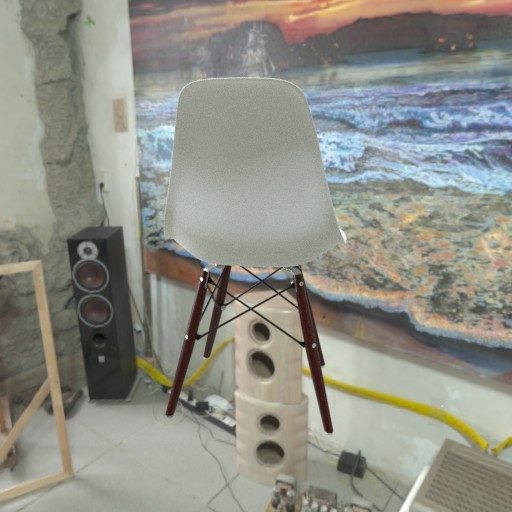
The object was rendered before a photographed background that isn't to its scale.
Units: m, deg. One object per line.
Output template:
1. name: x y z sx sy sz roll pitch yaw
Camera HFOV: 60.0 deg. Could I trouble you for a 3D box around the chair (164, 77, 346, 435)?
1. chair: 0.000 0.000 1.169 0.470 0.826 0.533 2 16 7
